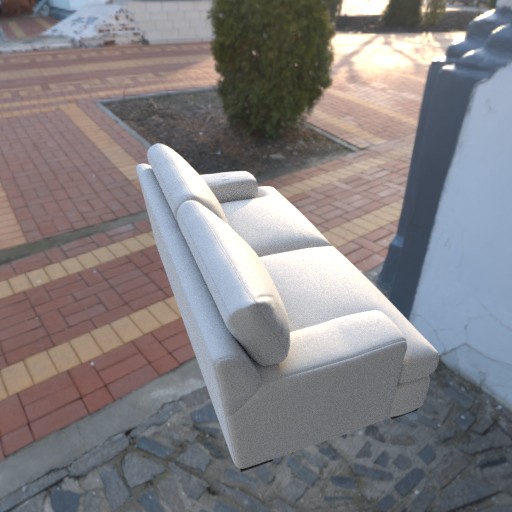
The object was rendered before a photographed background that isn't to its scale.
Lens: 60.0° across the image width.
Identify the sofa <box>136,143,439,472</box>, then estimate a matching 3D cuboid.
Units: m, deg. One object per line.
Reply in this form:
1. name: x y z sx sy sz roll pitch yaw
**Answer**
1. sofa: 0.000 0.000 2.813 1.143 0.940 2.261 -11 34 -17
